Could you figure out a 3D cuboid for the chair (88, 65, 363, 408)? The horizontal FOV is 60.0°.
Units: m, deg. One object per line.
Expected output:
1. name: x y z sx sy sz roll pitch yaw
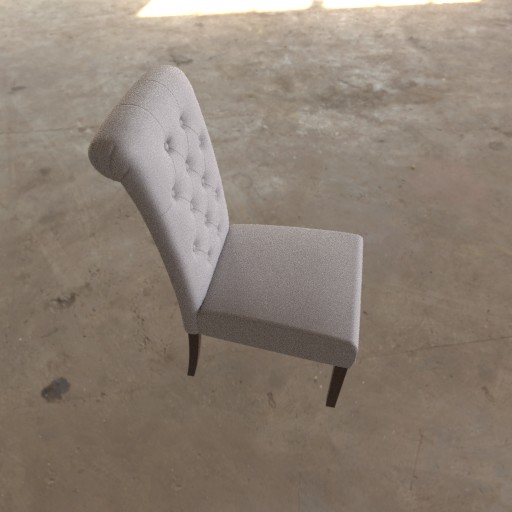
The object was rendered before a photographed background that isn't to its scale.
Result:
1. chair: 0.000 0.000 1.366 0.671 1.006 0.456 8 47 8
